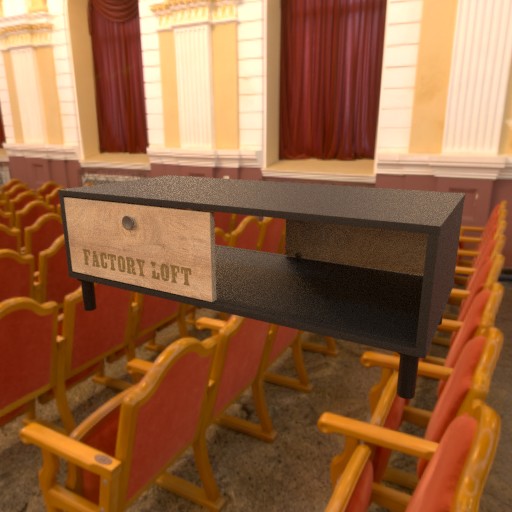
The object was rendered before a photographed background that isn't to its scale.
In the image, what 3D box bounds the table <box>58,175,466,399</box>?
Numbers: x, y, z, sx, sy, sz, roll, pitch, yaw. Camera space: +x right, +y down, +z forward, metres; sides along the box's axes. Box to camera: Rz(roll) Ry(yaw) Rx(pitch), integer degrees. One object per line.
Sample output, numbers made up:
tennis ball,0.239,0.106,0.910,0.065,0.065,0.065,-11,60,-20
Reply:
table,0.000,0.000,1.378,1.100,0.400,0.550,9,18,28
